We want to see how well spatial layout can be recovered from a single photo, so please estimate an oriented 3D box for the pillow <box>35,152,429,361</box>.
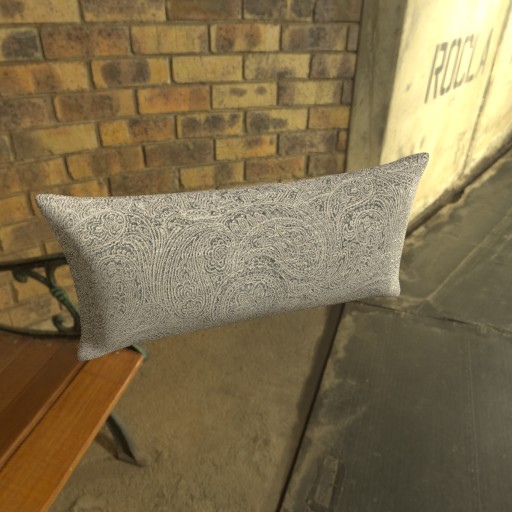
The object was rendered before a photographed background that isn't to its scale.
[{"bbox_3d":[0.000,0.000,0.738,0.615,0.295,0.151,-9,31,-15],"label":"pillow"}]
